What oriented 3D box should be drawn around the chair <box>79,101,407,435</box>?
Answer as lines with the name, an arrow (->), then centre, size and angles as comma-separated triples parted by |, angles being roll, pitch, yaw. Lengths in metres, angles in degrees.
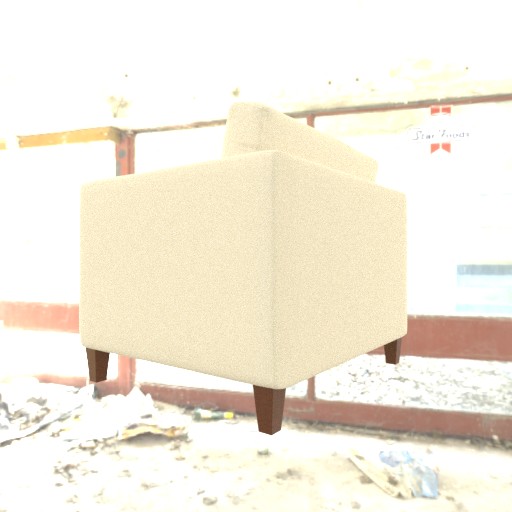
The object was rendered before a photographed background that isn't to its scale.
chair -> 0.000, 0.000, 1.709 | 0.878, 0.885, 1.019 | 0, 0, 37
